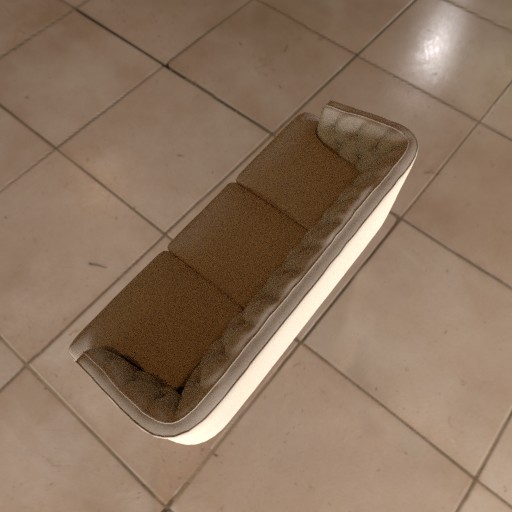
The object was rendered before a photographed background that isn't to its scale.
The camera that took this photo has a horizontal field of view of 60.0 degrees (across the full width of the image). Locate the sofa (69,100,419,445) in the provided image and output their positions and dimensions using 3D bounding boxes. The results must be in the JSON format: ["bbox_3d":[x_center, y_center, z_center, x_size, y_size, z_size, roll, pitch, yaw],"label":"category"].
[{"bbox_3d":[0.000,0.000,2.750,0.941,0.855,2.278,36,69,16],"label":"sofa"}]
